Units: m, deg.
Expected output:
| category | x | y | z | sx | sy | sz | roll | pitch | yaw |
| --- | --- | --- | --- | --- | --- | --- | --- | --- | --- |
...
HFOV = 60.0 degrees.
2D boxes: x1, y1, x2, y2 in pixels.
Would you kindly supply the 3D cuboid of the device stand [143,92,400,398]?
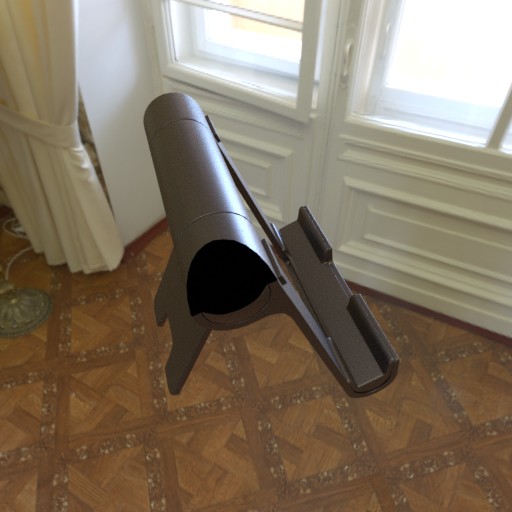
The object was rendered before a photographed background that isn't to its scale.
| category | x | y | z | sx | sy | sz | roll | pitch | yaw |
| --- | --- | --- | --- | --- | --- | --- | --- | --- | --- |
| device stand | 0.000 | 0.000 | 0.155 | 0.079 | 0.084 | 0.088 | -12 | 47 | -12 |
